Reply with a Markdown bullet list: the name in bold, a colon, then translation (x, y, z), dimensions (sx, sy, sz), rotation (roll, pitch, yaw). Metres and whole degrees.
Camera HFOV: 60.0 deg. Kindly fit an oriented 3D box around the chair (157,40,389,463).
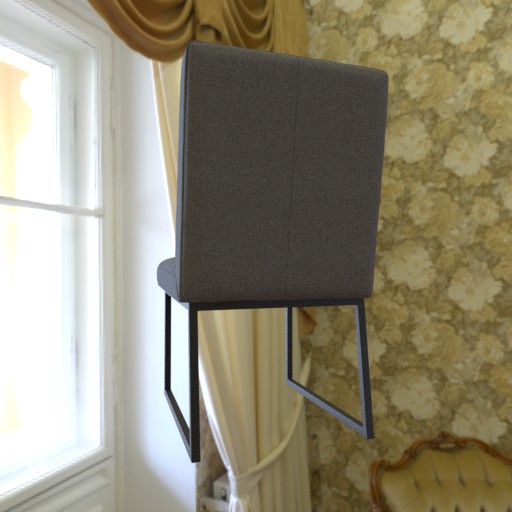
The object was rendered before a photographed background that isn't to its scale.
- **chair**: translation (0.000, 0.000, 1.302), dimensions (0.520, 0.930, 0.634), rotation (0, -1, -18)
